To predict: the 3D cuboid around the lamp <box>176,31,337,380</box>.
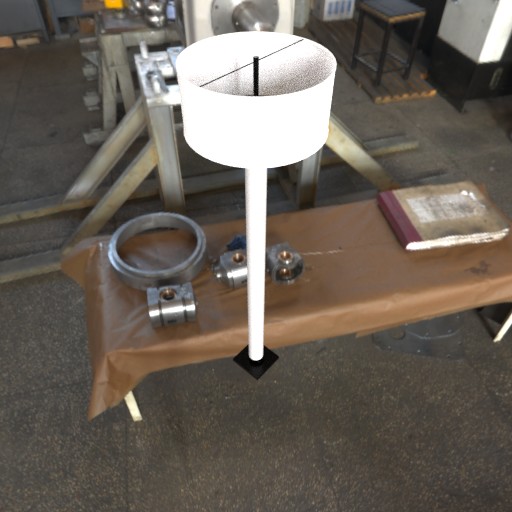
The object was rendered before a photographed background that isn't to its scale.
[{"bbox_3d":[0.000,0.000,1.676,0.420,1.475,0.420,32,54,28],"label":"lamp"}]
